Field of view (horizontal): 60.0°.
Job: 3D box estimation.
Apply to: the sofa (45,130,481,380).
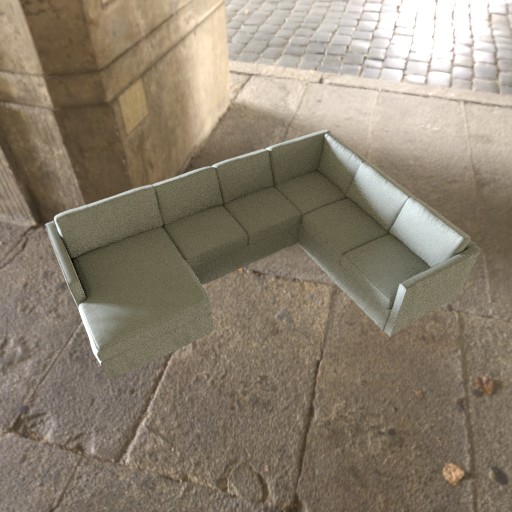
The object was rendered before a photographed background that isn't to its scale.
[{"bbox_3d":[0.000,0.000,4.381,3.434,0.869,2.440,-23,50,-21],"label":"sofa"}]
